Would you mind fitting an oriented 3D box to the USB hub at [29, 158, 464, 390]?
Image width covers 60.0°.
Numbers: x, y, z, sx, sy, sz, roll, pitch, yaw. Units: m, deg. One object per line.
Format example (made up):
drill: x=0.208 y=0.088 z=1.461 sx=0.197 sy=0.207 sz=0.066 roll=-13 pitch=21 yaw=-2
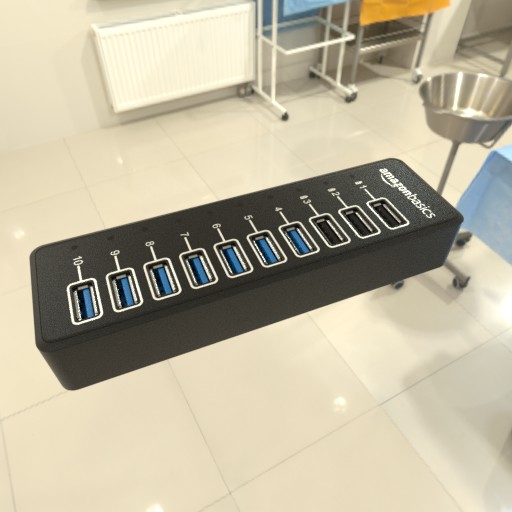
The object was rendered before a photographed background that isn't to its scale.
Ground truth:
USB hub: x=0.000 y=0.000 z=0.159 sx=0.145 sy=0.023 sz=0.044 roll=-16 pitch=48 yaw=-15
